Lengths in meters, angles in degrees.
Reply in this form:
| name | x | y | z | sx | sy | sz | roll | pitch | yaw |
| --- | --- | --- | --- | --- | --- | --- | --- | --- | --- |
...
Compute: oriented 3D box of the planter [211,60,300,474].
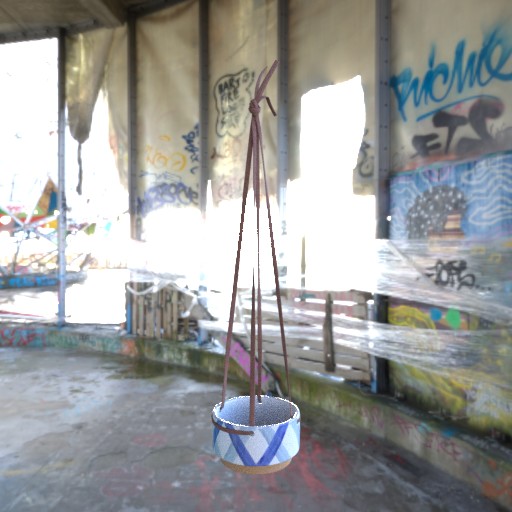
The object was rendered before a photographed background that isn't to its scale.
| name | x | y | z | sx | sy | sz | roll | pitch | yaw |
| --- | --- | --- | --- | --- | --- | --- | --- | --- | --- |
| planter | 0.000 | 0.000 | 0.822 | 0.166 | 0.751 | 0.166 | 0 | 1 | 0 |
